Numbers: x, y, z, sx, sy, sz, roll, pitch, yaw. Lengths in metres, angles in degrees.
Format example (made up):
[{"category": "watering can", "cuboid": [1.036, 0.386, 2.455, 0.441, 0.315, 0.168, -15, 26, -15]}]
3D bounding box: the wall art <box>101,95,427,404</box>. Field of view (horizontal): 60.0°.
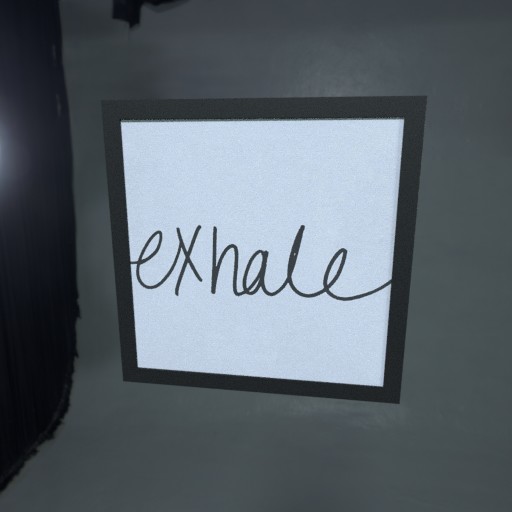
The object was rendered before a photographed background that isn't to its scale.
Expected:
[{"category": "wall art", "cuboid": [0.000, 0.000, 0.530, 0.358, 0.357, 0.012, 2, 14, 8]}]
